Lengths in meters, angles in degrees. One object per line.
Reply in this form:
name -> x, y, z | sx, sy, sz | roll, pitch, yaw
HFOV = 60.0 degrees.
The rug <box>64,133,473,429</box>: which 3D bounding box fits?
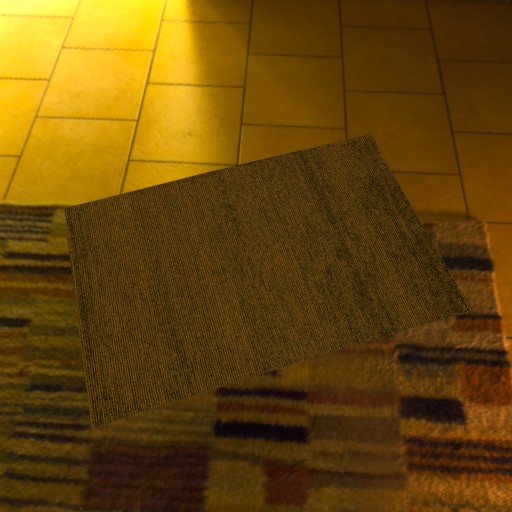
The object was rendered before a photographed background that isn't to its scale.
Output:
rug -> 0.000, 0.000, 2.203 | 1.777, 0.021, 1.145 | -15, 64, -8
